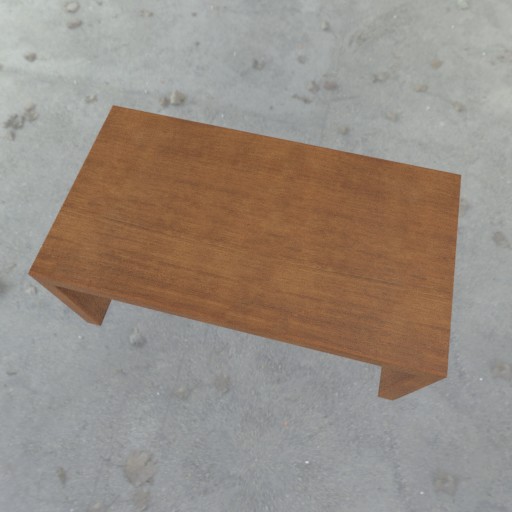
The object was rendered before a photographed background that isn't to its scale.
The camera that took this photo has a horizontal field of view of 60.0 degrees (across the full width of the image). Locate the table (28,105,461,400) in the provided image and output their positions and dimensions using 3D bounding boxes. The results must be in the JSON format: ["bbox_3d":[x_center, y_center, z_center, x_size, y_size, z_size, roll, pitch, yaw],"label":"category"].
[{"bbox_3d":[0.000,0.000,1.319,1.000,0.419,0.549,13,66,6],"label":"table"}]
